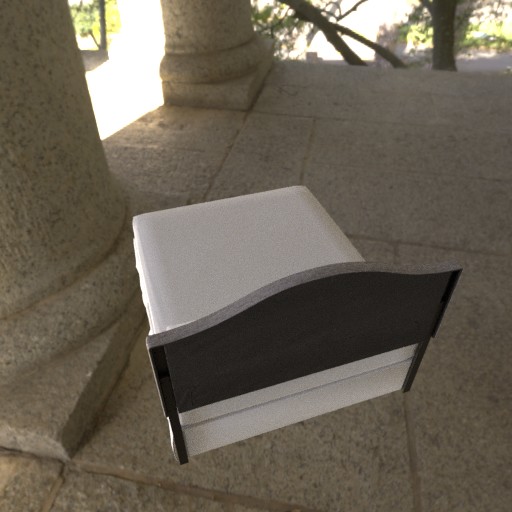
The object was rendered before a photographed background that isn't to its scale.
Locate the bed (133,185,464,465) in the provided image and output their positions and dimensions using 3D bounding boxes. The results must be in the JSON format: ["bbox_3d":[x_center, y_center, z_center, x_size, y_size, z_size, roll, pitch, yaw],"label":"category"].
[{"bbox_3d":[0.000,0.000,2.998,1.610,1.295,1.870,-12,42,-14],"label":"bed"}]
